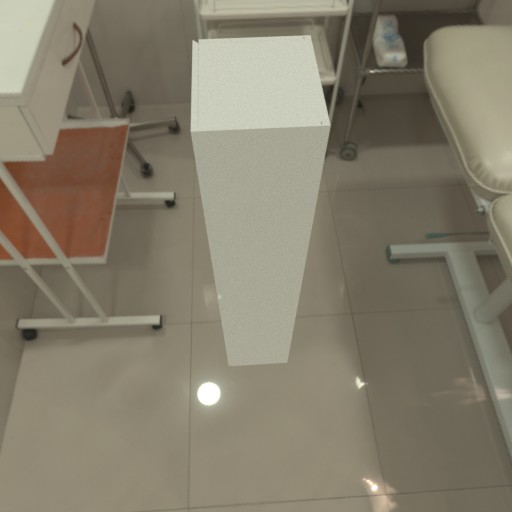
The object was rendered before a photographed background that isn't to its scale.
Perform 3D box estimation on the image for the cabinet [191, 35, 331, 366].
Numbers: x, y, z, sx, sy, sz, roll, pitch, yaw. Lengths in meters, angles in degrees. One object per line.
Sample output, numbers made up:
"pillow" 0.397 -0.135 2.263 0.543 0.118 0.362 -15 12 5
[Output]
"cabinet" 0.000 0.000 1.525 0.270 1.400 0.300 -3 58 -2
